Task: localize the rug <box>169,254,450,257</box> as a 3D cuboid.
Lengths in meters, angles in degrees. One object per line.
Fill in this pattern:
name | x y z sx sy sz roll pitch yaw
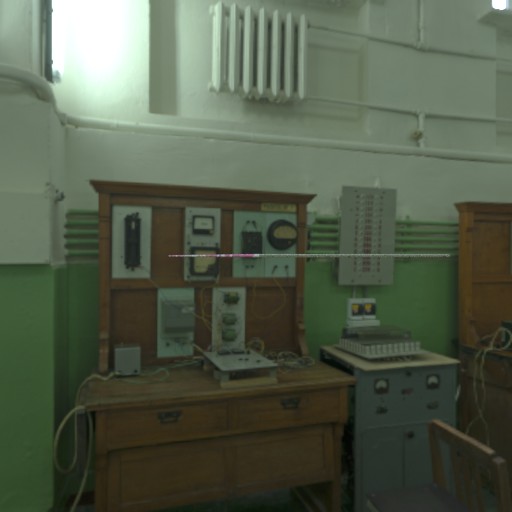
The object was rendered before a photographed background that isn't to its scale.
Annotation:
rug | 0.000 0.000 2.719 0.787 0.011 2.458 0 0 -18
